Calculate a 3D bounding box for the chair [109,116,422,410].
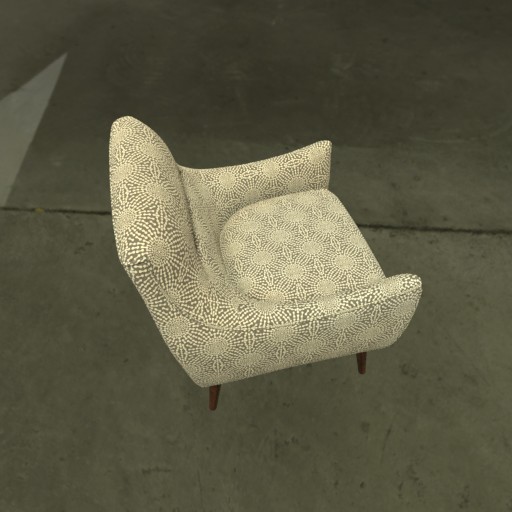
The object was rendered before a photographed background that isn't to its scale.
[{"bbox_3d":[0.000,0.000,1.501,0.787,0.838,0.762,-11,47,-10],"label":"chair"}]
